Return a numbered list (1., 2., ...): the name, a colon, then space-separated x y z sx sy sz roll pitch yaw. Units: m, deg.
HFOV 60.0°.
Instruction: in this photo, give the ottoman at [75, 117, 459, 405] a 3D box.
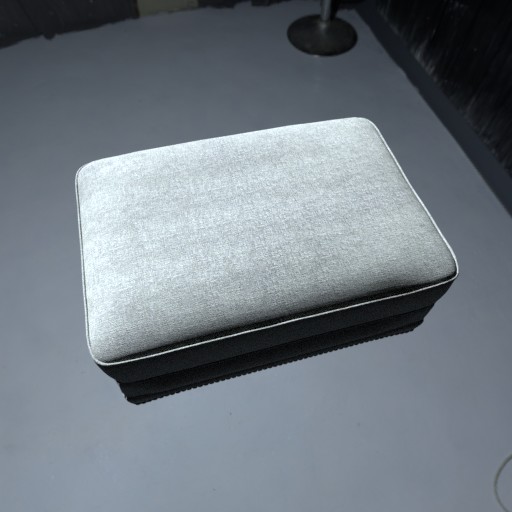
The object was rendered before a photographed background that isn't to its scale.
1. ottoman: 0.000 0.000 1.180 0.813 0.457 0.561 -13 60 -8
